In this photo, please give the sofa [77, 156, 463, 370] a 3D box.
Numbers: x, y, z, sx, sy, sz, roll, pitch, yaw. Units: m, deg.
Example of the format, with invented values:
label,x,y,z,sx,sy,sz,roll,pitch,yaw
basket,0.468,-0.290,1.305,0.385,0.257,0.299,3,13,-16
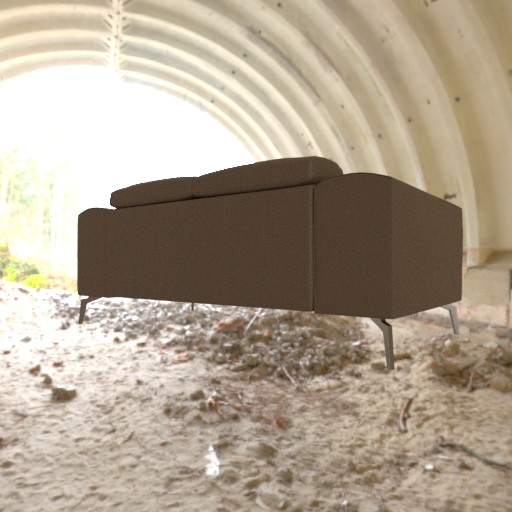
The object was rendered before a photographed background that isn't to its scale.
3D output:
label,x,y,z,sx,sy,sz,roll,pitch,yaw
sofa,0.000,0.000,2.392,1.895,0.779,1.003,-1,-1,37
